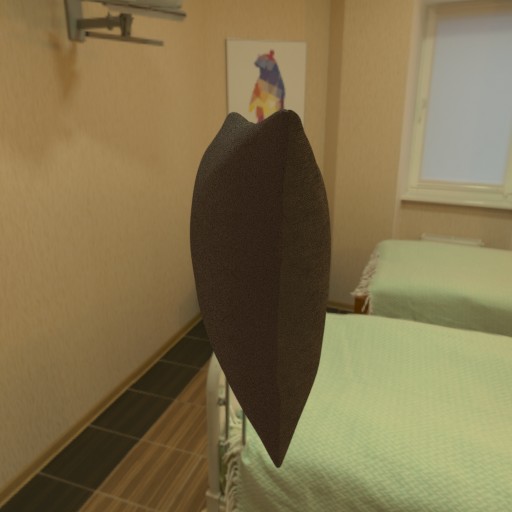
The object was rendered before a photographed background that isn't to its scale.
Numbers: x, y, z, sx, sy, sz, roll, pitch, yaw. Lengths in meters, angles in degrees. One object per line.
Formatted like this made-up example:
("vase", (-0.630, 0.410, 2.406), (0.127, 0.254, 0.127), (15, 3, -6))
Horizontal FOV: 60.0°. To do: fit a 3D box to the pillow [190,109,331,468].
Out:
("pillow", (0.000, 0.000, 0.702), (0.204, 0.439, 0.452), (-3, 18, -9))
